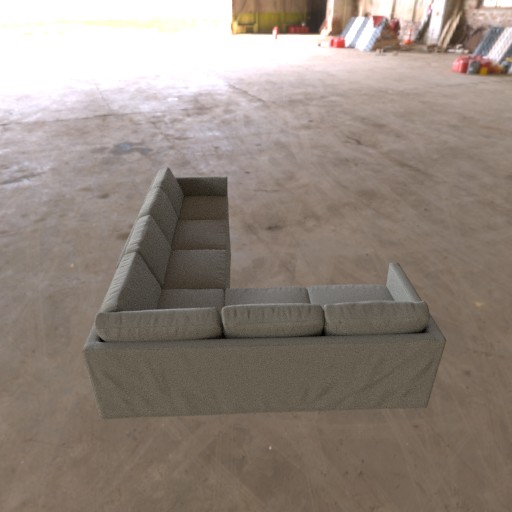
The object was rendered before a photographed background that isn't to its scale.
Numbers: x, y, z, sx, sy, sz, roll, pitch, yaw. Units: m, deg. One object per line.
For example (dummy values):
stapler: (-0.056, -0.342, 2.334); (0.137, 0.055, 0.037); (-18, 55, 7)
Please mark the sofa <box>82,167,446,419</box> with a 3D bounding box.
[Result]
sofa: (0.000, 0.000, 4.396); (2.432, 0.871, 3.182); (-1, 31, -2)
